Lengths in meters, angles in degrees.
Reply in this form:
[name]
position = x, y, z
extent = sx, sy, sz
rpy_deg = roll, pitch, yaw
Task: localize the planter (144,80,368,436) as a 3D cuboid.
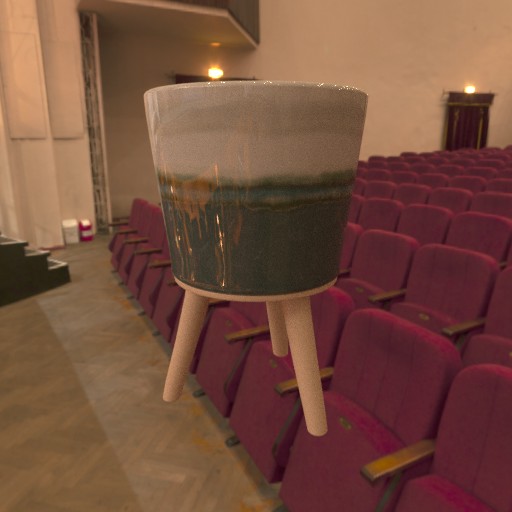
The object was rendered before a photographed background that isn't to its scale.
[planter]
position = 0.000, 0.000, 0.480
extent = 0.217, 0.331, 0.217
rpy_deg = -7, 16, -26
